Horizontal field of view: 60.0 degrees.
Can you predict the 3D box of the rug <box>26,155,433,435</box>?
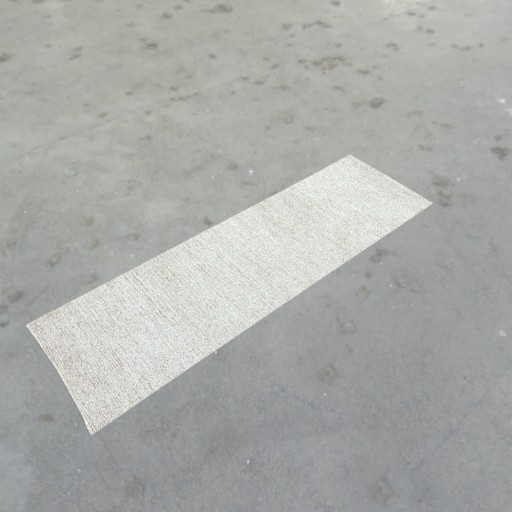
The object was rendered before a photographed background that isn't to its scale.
[{"bbox_3d":[0.000,0.000,2.505,2.346,0.013,0.712,-31,54,-26],"label":"rug"}]
